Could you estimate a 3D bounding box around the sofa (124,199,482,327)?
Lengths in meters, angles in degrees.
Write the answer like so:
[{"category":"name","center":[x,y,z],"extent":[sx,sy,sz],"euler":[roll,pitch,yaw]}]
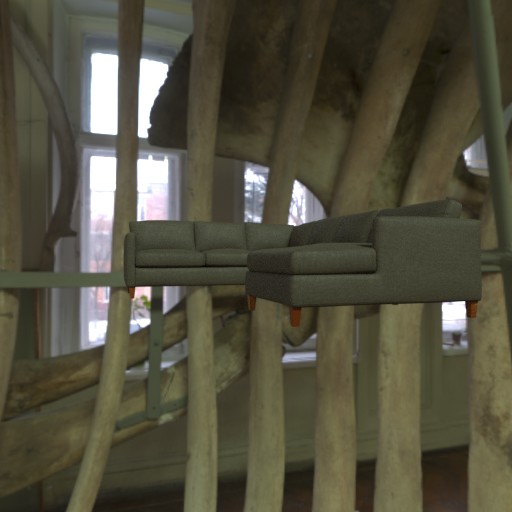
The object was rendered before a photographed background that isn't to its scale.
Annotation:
[{"category":"sofa","center":[0.000,0.000,4.619],"extent":[2.594,0.961,3.460],"euler":[0,0,-18]}]
